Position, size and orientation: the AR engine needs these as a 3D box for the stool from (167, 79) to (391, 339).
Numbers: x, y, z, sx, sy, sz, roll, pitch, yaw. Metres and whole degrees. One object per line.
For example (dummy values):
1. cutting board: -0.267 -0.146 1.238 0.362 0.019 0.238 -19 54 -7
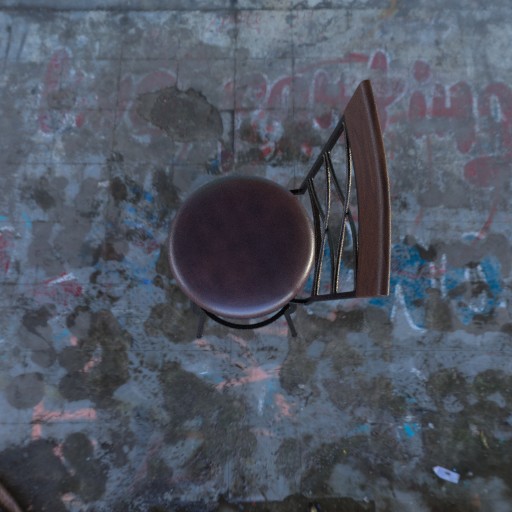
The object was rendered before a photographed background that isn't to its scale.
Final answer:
1. stool: 0.000 0.000 1.393 0.513 1.130 0.448 -1 75 0
